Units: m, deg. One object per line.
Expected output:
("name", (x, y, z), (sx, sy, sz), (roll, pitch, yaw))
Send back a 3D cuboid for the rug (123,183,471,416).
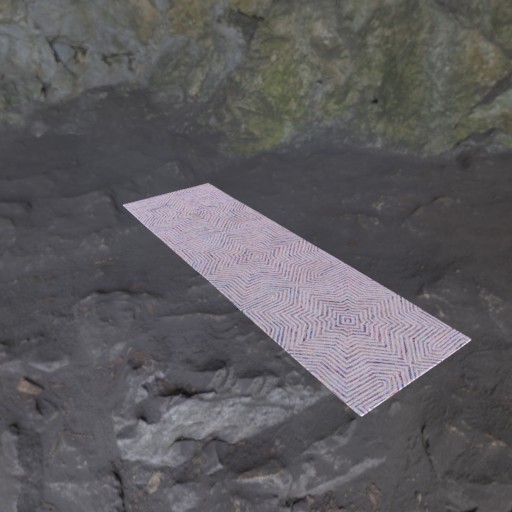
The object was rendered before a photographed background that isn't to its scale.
("rug", (0.000, 0.000, 2.756), (0.771, 0.009, 2.443), (-20, 37, -30))
